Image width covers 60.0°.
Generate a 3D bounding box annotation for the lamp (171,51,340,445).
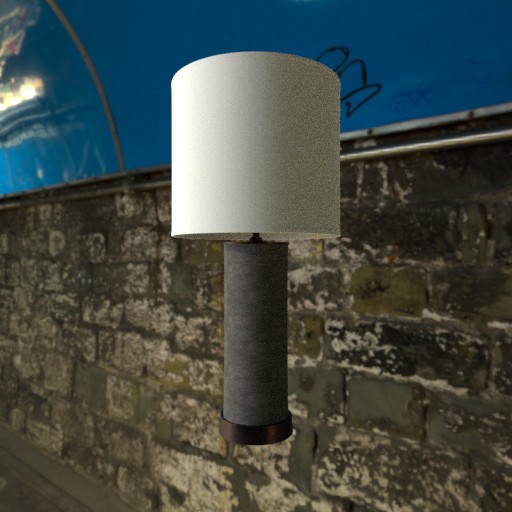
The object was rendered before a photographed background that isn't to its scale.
[{"bbox_3d":[0.000,0.000,0.803,0.301,0.630,0.301,0,0,-37],"label":"lamp"}]
